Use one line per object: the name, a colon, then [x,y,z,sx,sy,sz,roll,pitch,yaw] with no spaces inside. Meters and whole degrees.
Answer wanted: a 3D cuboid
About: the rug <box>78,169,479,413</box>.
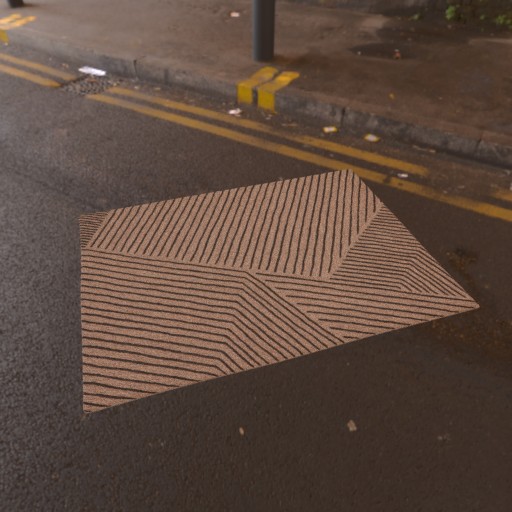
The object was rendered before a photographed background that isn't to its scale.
rug: [0.000,0.000,3.220,2.449,0.028,1.829,-12,42,-13]
